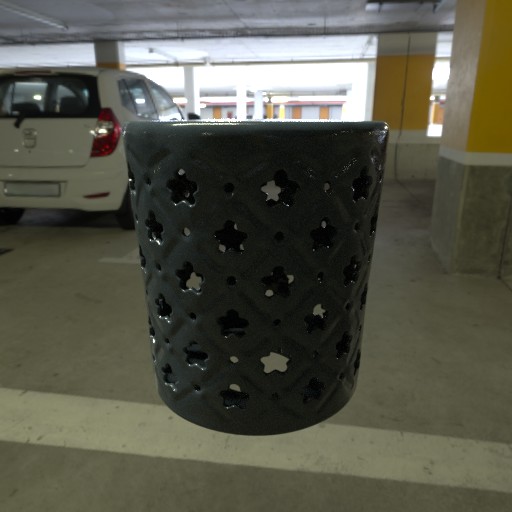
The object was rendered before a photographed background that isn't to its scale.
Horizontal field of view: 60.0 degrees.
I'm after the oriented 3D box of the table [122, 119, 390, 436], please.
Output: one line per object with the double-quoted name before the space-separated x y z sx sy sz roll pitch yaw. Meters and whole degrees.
"table" 0.000 0.000 0.655 0.352 0.387 0.352 0 17 0
